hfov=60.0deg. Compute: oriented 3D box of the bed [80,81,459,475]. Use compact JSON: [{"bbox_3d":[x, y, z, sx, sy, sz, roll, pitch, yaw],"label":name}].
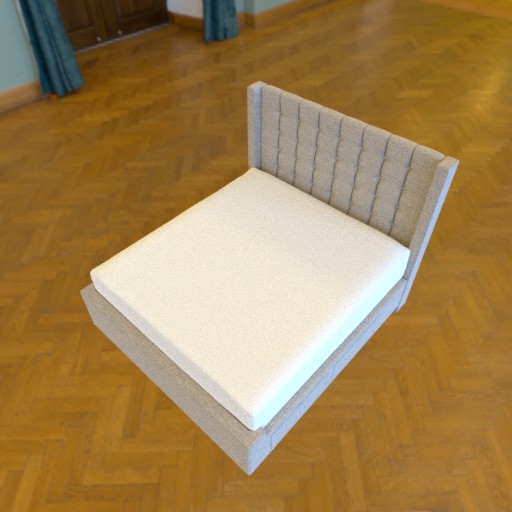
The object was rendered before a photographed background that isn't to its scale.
[{"bbox_3d":[0.000,0.000,3.844,2.044,1.748,2.372,33,54,28],"label":"bed"}]
